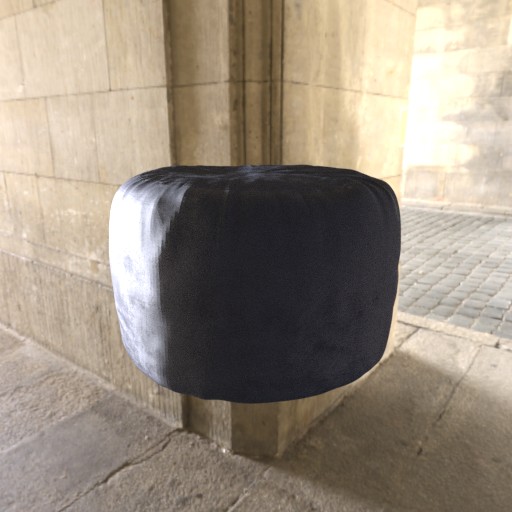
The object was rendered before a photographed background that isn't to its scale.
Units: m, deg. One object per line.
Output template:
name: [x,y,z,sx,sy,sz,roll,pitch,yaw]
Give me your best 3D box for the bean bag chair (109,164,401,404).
bean bag chair: [0.000,0.000,1.955,1.219,0.762,1.219,0,16,0]
